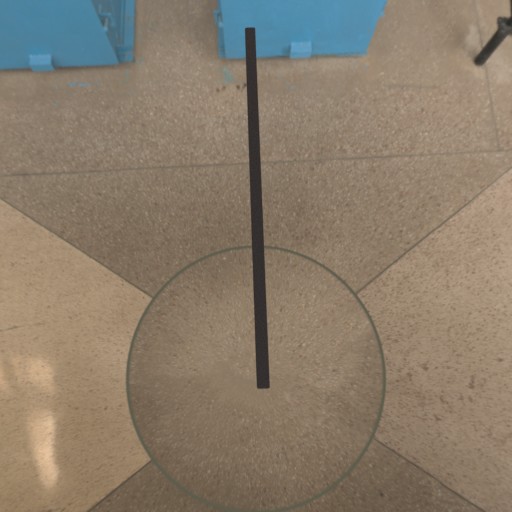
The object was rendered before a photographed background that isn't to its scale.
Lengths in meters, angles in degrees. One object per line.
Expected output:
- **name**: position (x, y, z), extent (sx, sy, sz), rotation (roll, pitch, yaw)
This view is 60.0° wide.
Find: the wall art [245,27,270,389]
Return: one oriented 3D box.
- **wall art**: position (0.000, 0.000, 0.688), extent (0.012, 0.529, 0.374), rotation (-2, 76, -1)
